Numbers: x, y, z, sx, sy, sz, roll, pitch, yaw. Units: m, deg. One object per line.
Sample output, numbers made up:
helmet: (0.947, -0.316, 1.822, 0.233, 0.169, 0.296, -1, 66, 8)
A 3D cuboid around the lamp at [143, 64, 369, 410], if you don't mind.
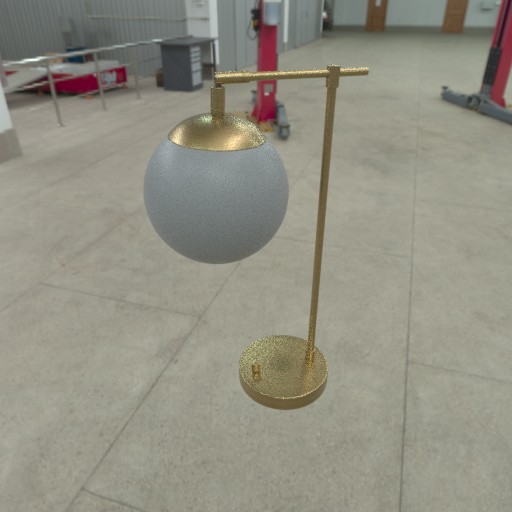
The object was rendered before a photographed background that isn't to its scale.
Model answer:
lamp: (0.000, 0.000, 0.711, 0.324, 0.559, 0.207, -9, 31, -15)
